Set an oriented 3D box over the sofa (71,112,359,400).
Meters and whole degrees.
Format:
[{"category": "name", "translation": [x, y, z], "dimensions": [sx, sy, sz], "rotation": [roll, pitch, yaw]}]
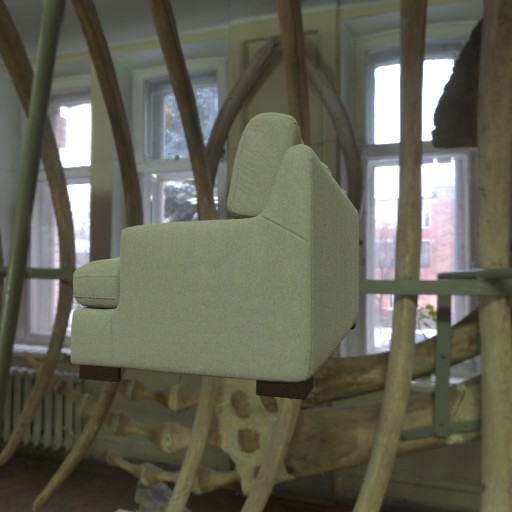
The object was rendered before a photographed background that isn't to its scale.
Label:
[{"category": "sofa", "translation": [0.000, 0.000, 2.427], "dimensions": [0.962, 0.980, 1.855], "rotation": [0, -1, 18]}]
